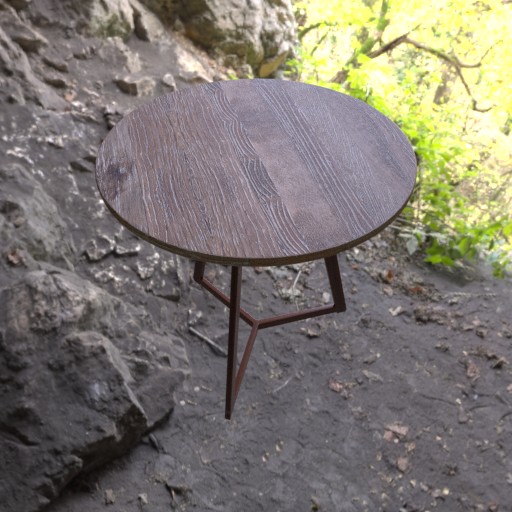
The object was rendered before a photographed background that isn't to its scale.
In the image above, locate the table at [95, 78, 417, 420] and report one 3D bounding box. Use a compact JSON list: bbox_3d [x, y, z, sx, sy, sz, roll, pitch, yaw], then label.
[{"bbox_3d":[0.000,0.000,0.885,0.500,0.500,0.500,0,46,0],"label":"table"}]
